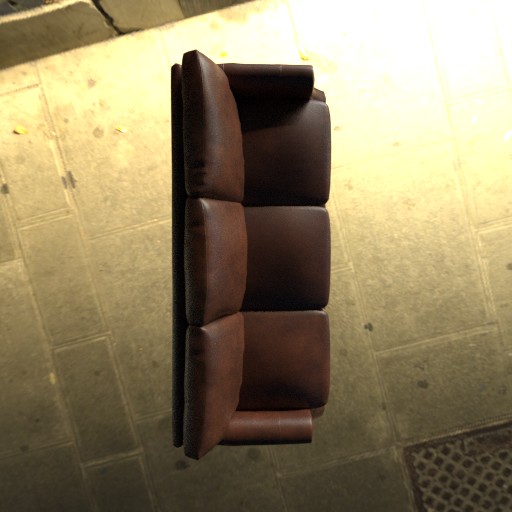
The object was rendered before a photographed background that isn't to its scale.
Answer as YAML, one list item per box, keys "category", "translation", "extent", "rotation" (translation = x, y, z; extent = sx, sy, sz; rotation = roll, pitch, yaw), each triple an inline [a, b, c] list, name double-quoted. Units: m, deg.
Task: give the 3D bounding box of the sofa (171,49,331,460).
- category: "sofa"
  translation: [0.000, 0.000, 2.821]
  extent: [0.973, 0.977, 2.351]
  rotation: [0, 92, 0]
